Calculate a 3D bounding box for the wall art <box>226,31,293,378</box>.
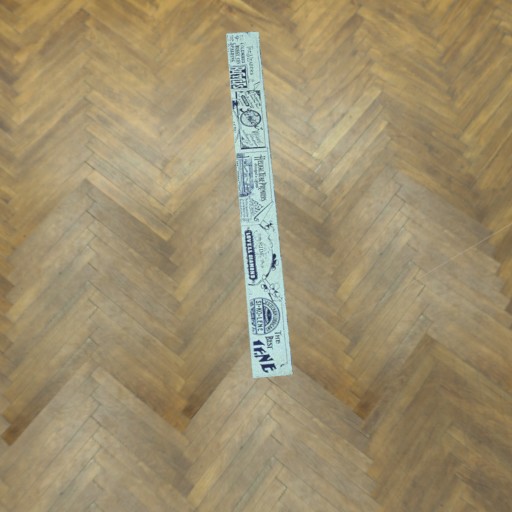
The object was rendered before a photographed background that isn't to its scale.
[{"bbox_3d":[0.000,0.000,0.488,0.025,0.376,0.255,-5,75,-1],"label":"wall art"}]
